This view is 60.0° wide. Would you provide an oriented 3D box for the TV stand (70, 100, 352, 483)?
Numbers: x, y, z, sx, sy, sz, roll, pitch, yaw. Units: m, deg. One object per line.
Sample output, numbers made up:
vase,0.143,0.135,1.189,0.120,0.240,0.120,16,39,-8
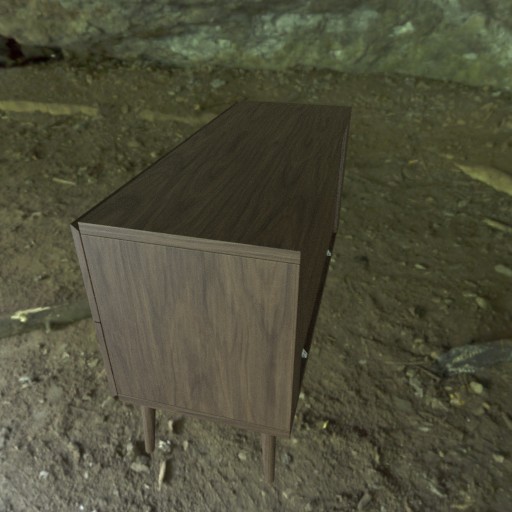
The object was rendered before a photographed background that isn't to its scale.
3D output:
TV stand,0.000,0.000,1.300,0.405,0.660,0.990,8,32,13
